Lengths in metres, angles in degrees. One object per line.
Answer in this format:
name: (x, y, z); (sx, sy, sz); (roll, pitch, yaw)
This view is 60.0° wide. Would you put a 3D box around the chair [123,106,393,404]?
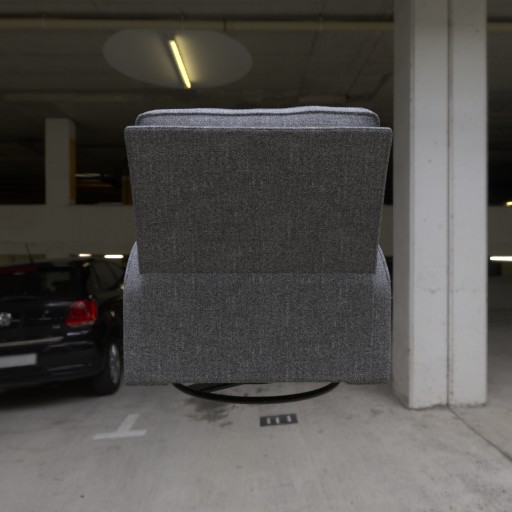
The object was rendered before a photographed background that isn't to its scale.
chair: (0.000, 0.000, 1.695); (0.861, 0.962, 0.964); (0, 0, -1)
